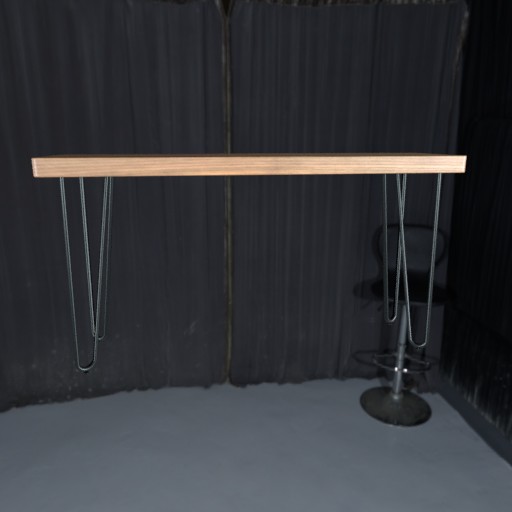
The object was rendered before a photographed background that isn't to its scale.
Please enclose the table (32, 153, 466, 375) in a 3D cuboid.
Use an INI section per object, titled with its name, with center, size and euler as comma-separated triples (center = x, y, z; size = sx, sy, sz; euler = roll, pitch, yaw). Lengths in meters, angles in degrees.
[table]
center = 0.000, 0.000, 1.874
size = 1.570, 0.834, 0.425
euler = -2, 15, -8
